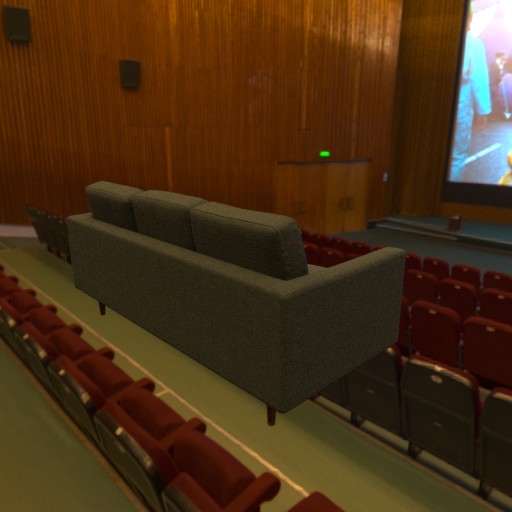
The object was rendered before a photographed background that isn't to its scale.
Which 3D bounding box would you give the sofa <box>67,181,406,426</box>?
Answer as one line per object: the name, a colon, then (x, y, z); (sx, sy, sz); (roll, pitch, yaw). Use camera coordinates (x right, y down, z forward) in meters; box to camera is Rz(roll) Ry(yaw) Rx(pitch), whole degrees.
sofa: (0.000, 0.000, 2.942); (1.667, 0.957, 2.055); (-15, 22, -42)
